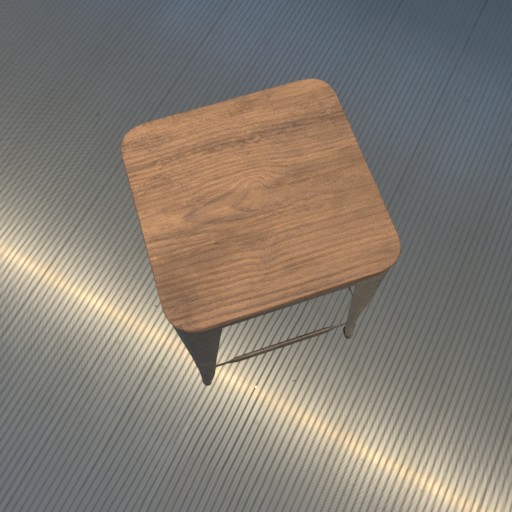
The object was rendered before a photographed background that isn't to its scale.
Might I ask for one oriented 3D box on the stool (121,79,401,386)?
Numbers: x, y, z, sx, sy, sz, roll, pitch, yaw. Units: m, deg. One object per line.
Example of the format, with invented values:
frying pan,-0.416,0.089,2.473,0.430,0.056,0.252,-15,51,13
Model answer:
stool,0.000,0.000,0.901,0.407,0.607,0.407,-17,74,-5
